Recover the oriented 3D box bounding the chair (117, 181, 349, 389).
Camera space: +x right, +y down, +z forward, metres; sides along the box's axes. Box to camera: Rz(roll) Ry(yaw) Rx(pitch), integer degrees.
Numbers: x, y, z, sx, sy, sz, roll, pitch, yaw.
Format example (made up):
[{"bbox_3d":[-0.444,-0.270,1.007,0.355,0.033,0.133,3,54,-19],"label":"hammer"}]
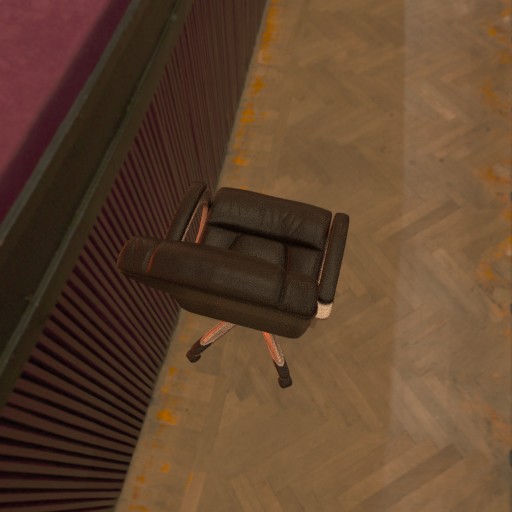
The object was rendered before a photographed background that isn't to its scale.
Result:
[{"bbox_3d":[0.000,0.000,1.638,0.700,1.145,0.780,14,63,7],"label":"chair"}]
